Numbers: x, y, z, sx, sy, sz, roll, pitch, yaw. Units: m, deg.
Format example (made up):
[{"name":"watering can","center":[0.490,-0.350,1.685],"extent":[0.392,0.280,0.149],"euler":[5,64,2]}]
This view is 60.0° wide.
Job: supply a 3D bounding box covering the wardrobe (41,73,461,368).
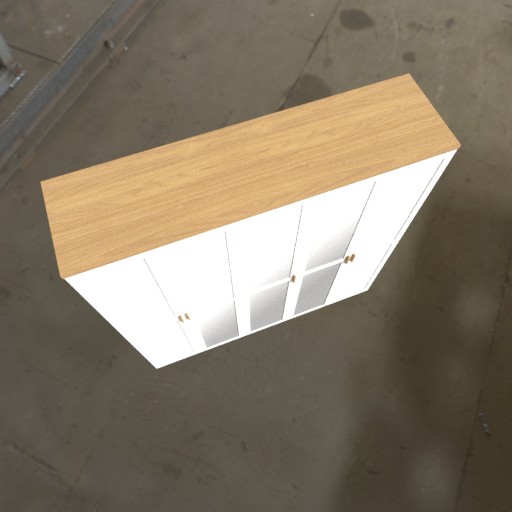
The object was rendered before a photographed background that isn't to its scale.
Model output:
[{"name":"wardrobe","center":[0.000,0.000,3.359],"extent":[2.160,2.260,0.590],"euler":[-19,66,-9]}]
